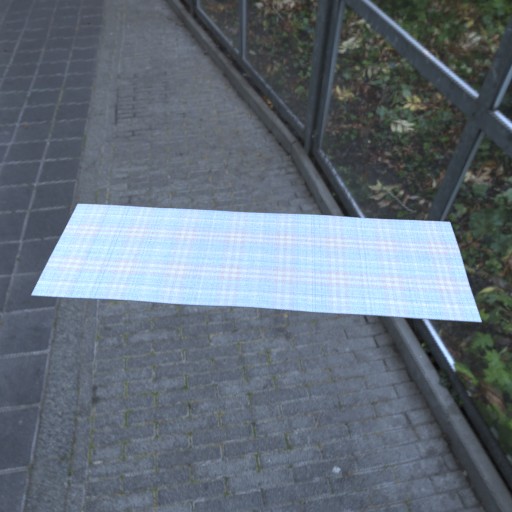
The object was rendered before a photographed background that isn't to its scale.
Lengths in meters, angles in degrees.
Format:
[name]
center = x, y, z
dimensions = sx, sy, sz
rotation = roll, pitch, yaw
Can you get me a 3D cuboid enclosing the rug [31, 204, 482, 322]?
[rug]
center = 0.000, 0.000, 2.643
dimensions = 2.439, 0.013, 0.762
rotation = 3, 48, 3
